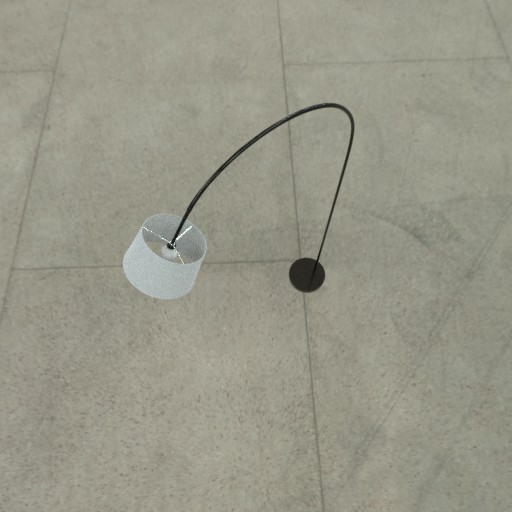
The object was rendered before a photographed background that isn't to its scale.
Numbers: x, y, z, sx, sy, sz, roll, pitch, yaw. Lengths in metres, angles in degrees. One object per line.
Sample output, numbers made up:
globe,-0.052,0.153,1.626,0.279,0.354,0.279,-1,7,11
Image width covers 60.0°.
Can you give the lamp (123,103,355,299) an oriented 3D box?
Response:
lamp,0.000,0.000,2.624,1.363,2.104,0.331,-35,69,-15
